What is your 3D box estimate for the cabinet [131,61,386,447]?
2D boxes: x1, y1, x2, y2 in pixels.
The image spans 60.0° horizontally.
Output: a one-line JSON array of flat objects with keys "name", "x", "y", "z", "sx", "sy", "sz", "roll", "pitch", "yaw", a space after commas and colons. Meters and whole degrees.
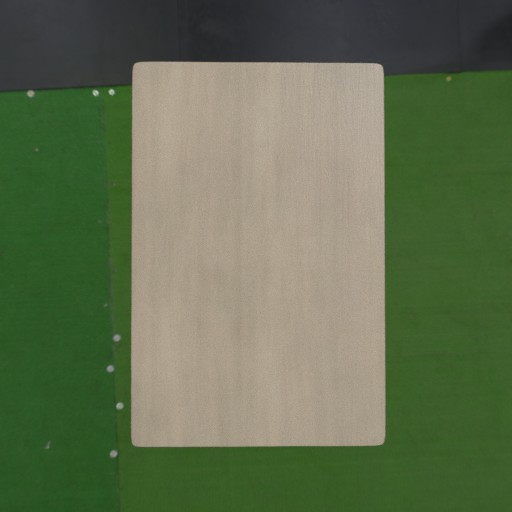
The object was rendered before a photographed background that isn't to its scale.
[{"name": "cabinet", "x": 0.000, "y": 0.000, "z": 1.259, "sx": 0.503, "sy": 0.762, "sz": 0.763, "roll": 0, "pitch": 89, "yaw": -1}]
